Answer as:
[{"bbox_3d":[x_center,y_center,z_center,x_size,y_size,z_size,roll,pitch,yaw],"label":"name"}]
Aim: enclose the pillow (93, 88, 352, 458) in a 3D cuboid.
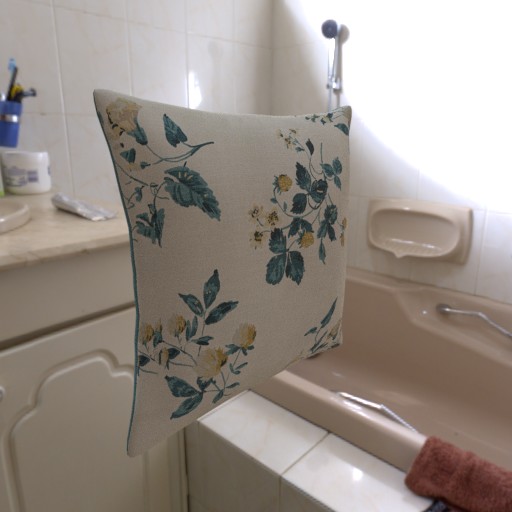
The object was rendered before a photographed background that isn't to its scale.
[{"bbox_3d":[0.000,0.000,0.755,0.526,0.507,0.166,-15,21,-42],"label":"pillow"}]
